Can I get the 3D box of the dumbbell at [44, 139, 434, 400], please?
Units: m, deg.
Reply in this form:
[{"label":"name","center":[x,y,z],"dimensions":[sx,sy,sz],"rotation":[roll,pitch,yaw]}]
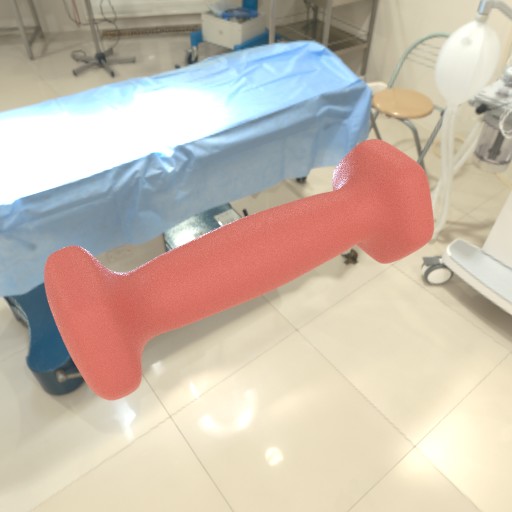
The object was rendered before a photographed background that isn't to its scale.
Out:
[{"label":"dumbbell","center":[0.000,0.000,0.144],"dimensions":[0.123,0.043,0.047],"rotation":[-23,50,-21]}]
